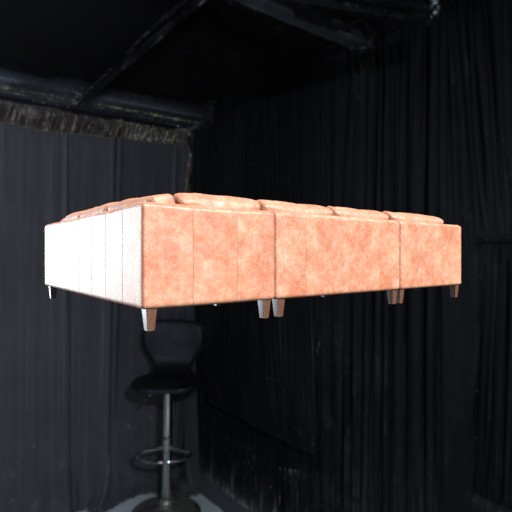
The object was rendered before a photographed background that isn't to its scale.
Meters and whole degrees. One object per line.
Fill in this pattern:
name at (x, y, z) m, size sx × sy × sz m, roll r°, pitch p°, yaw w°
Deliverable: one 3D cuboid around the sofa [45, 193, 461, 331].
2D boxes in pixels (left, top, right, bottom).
sofa at (0.000, 0.000, 4.432) m, size 3.401 × 0.832 × 2.430 m, roll 0°, pitch 0°, yaw -37°
